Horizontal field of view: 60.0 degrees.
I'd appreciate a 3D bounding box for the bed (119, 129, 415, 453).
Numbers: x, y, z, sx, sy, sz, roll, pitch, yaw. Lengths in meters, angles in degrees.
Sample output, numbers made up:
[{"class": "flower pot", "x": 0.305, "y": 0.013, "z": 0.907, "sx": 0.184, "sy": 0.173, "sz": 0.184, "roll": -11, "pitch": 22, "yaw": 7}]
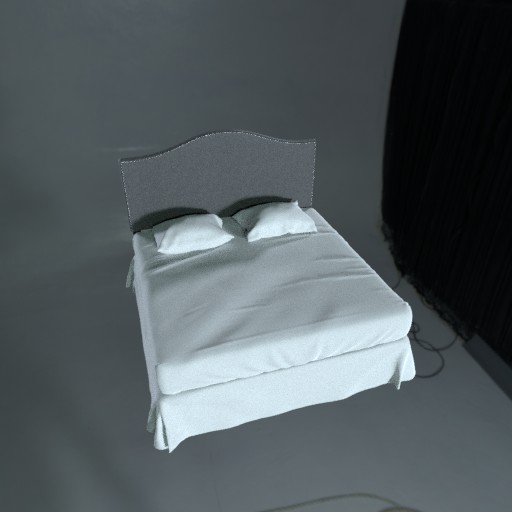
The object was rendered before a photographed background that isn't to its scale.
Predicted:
[{"class": "bed", "x": 0.000, "y": 0.000, "z": 3.869, "sx": 2.314, "sy": 1.651, "sz": 2.219, "roll": -10, "pitch": 34, "yaw": -15}]
